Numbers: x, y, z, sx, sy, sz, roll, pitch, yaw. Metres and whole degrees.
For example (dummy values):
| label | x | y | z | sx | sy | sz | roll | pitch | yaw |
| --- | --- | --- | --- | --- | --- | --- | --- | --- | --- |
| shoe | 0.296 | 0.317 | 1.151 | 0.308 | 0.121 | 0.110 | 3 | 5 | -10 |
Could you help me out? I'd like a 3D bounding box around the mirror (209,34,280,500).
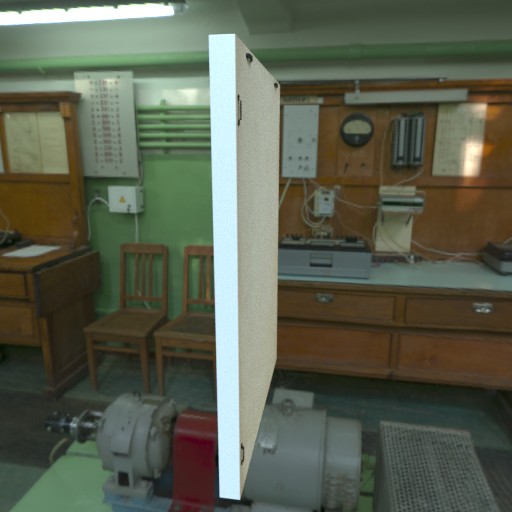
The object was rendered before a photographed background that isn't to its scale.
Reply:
| label | x | y | z | sx | sy | sz | roll | pitch | yaw |
| --- | --- | --- | --- | --- | --- | --- | --- | --- | --- |
| mirror | 0.000 | 0.000 | 0.895 | 0.040 | 0.710 | 0.507 | 2 | 14 | 9 |
